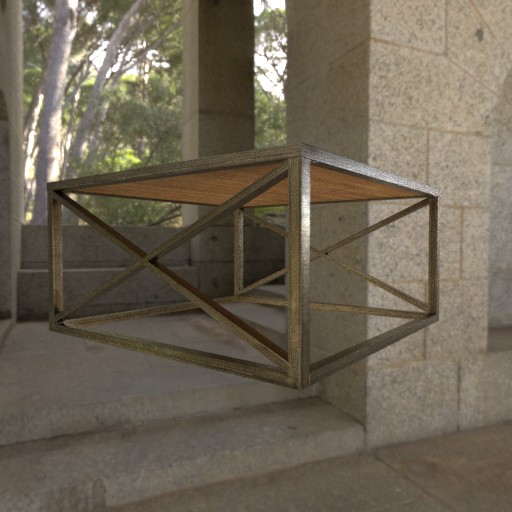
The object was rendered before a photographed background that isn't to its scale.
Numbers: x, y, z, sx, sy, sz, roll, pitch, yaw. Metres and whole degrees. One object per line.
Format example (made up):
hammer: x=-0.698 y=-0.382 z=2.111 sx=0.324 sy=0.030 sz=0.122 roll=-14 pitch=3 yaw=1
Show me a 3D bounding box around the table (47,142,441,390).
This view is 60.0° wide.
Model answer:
table: x=0.000 y=0.000 z=1.435 sx=0.899 sy=0.451 sz=0.909 roll=1 pitch=2 yaw=37
